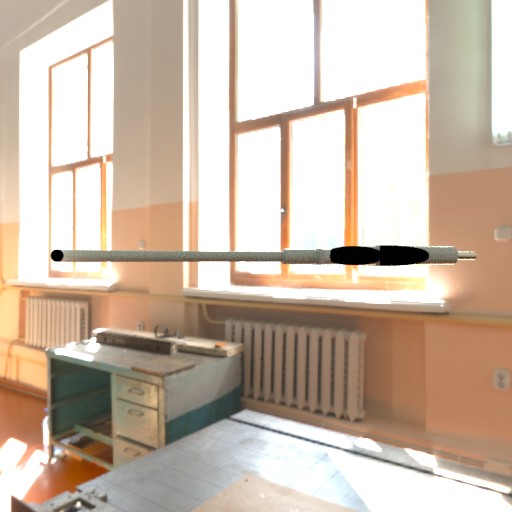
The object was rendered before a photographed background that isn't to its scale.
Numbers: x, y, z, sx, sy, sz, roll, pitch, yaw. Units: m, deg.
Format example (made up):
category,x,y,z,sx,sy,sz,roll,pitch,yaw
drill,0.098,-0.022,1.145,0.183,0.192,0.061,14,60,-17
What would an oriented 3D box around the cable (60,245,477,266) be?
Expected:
category,x,y,z,sx,sy,sz,roll,pitch,yaw
cable,0.000,0.000,0.108,0.098,0.005,0.041,0,-1,-19
